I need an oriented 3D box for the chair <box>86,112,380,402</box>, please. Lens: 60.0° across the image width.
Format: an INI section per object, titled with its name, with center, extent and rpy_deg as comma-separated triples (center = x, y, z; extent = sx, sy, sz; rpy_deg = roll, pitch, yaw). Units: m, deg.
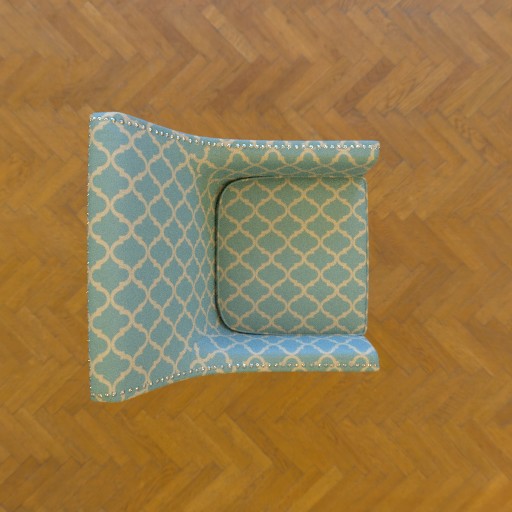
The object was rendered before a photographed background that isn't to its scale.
[chair]
center = 0.000, 0.000, 1.303
extent = 0.686, 0.817, 0.617
rpy_deg = 0, 91, 1
